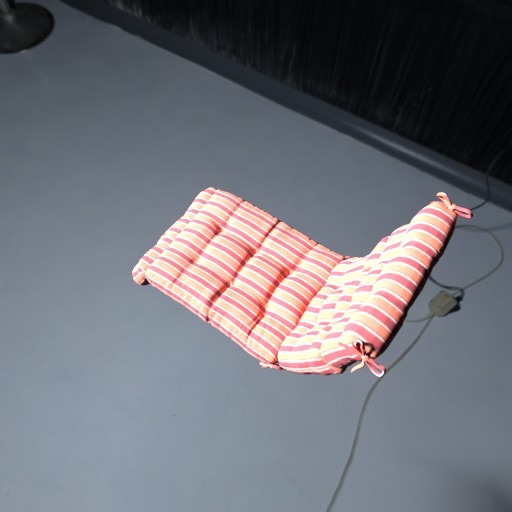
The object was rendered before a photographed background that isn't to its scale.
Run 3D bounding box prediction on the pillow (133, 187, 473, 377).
[{"bbox_3d":[0.000,0.000,1.534,1.016,0.863,0.526,32,68,15],"label":"pillow"}]
